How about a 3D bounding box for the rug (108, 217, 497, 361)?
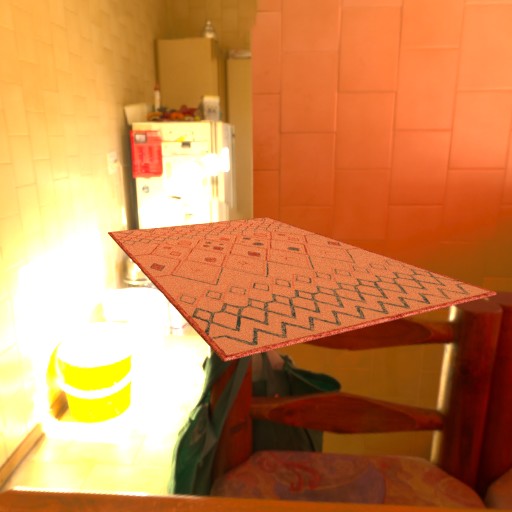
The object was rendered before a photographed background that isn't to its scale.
[{"bbox_3d":[0.000,0.000,2.977,1.524,0.015,2.438,-8,17,-26],"label":"rug"}]
